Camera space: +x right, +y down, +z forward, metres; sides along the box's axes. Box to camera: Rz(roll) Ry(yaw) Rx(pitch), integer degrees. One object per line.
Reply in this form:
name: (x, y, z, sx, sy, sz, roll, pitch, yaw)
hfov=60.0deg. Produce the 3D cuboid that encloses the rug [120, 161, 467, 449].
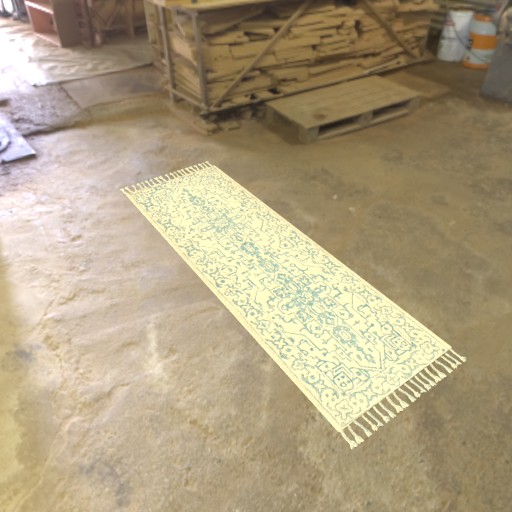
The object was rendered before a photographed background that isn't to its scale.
rug: (0.000, 0.000, 2.726, 0.774, 0.011, 2.449, -24, 46, -26)
